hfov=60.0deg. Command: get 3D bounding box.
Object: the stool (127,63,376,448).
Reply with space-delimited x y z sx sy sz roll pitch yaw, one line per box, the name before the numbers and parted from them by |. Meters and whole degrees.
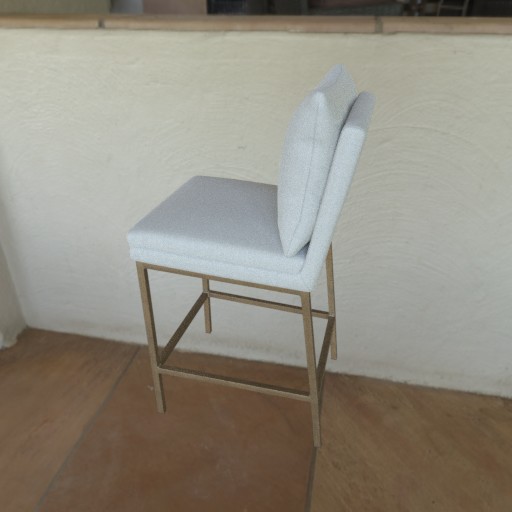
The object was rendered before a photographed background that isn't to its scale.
stool | 0.000 0.000 1.328 0.572 1.032 0.463 8 31 13
